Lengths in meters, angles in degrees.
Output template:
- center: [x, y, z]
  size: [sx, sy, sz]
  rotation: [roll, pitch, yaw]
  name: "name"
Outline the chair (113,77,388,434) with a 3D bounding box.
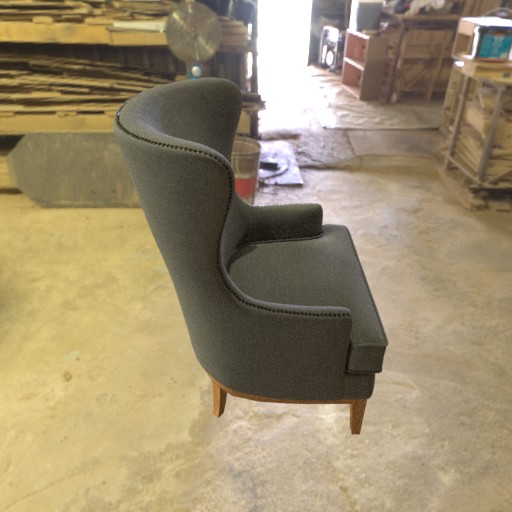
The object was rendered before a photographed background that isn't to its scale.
- center: [0.000, 0.000, 1.747]
  size: [0.883, 1.176, 0.864]
  rotation: [0, 34, 0]
  name: "chair"
